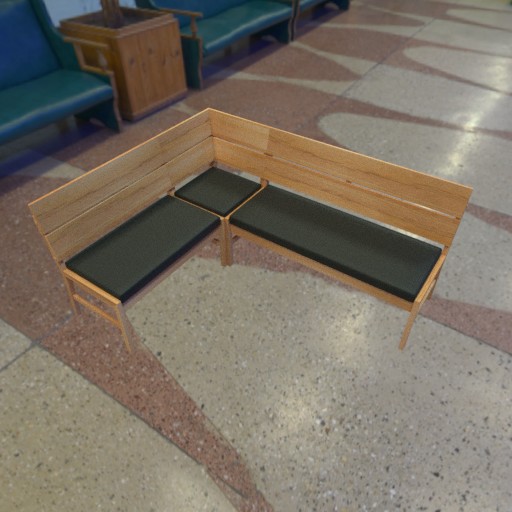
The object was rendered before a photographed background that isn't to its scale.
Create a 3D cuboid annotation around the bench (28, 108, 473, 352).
[{"bbox_3d":[0.000,0.000,2.756,1.948,0.890,1.548,25,47,25],"label":"bench"}]
